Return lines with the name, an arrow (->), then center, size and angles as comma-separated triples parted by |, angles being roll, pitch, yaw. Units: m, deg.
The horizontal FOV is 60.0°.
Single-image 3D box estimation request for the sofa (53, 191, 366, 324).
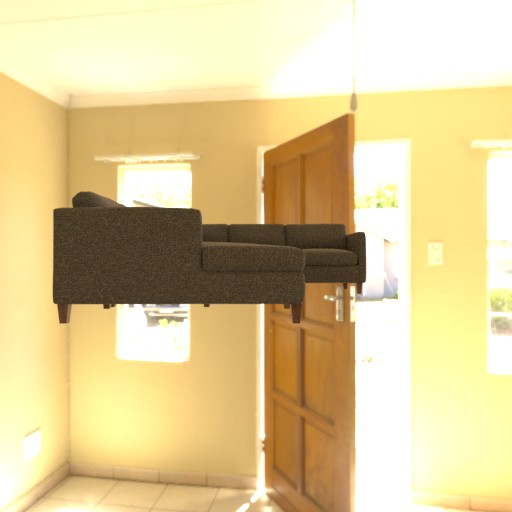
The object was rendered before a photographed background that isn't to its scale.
sofa -> 0.000, 0.000, 4.308 | 2.551, 0.853, 3.238 | 0, 0, 0
